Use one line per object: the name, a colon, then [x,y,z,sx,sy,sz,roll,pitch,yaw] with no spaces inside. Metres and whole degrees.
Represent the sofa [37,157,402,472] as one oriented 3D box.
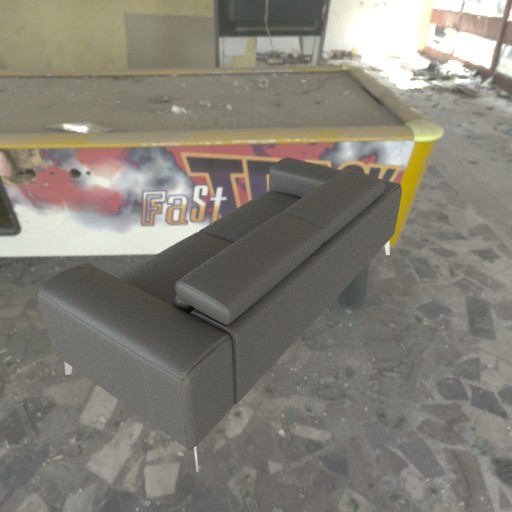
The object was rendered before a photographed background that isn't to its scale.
sofa: [0.000,0.000,2.797,1.023,0.759,2.321,21,37,30]
